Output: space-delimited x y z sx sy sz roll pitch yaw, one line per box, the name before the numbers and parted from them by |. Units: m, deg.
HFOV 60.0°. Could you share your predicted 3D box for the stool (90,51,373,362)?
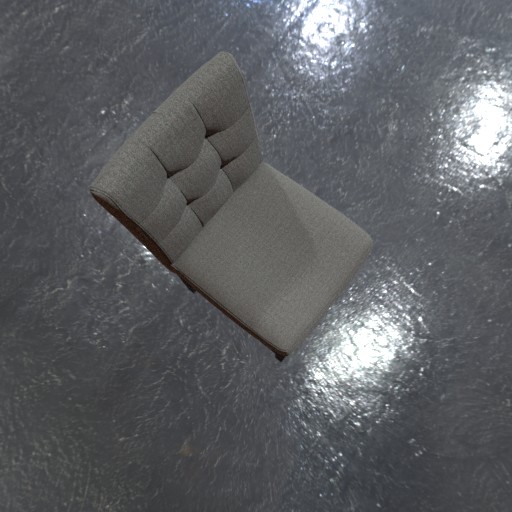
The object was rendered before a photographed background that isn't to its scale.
stool | 0.000 0.000 1.338 0.548 1.047 0.411 38 79 9
